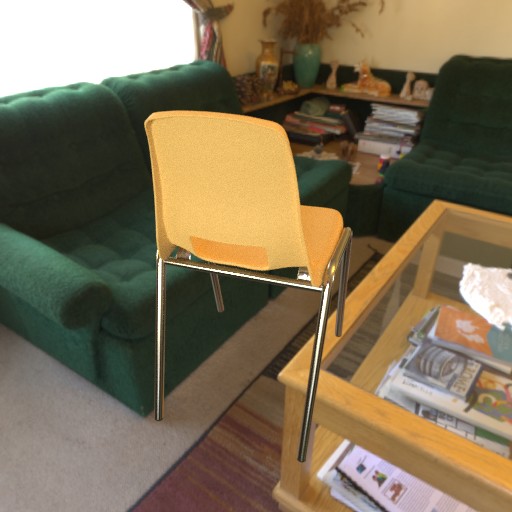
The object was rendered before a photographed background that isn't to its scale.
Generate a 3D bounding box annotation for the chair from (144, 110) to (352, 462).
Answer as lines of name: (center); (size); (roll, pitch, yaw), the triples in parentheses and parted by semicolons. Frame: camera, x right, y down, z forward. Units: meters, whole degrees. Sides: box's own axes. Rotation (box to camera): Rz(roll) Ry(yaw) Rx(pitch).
chair: (0.000, 0.000, 0.967); (0.381, 0.704, 0.436); (9, 32, 15)
